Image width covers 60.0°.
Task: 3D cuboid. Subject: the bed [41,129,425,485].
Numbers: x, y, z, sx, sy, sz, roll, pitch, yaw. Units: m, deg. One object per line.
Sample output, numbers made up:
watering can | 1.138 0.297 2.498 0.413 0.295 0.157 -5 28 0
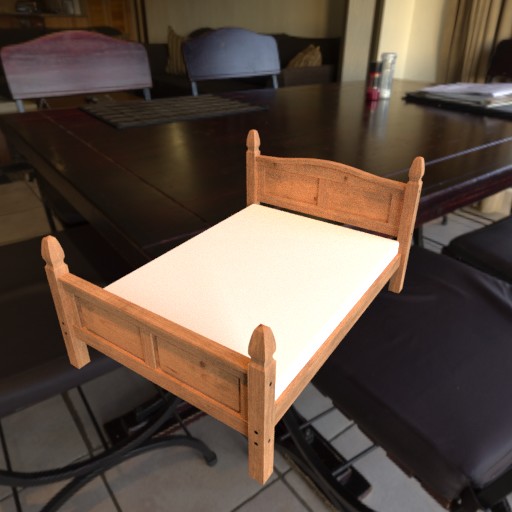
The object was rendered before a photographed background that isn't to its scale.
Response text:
bed | 0.000 0.000 2.969 1.490 1.100 2.069 18 34 29
